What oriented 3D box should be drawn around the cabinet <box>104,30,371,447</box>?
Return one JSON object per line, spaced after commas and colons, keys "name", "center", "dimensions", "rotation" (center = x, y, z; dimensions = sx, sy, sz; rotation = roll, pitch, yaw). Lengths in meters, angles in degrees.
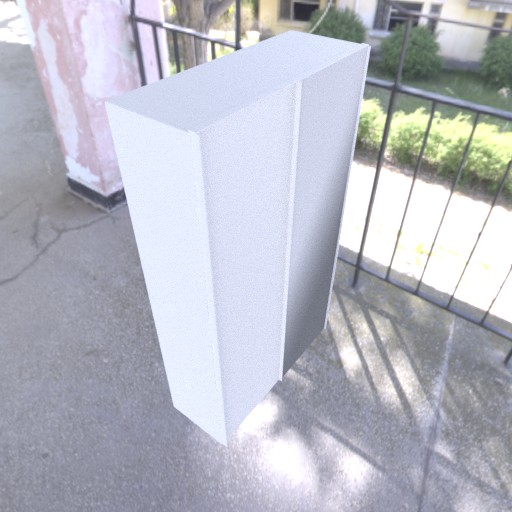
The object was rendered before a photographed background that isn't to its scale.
{"name": "cabinet", "center": [0.000, 0.000, 2.633], "dimensions": [0.480, 2.160, 1.250], "rotation": [27, 48, 27]}
